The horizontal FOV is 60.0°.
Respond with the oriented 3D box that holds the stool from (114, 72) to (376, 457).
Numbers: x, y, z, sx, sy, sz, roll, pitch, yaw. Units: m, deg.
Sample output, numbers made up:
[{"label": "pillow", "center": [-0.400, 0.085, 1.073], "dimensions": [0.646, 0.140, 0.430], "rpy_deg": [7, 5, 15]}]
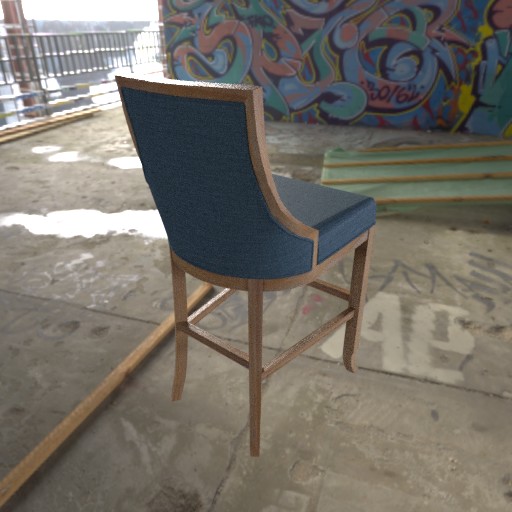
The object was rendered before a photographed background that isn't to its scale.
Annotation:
[{"label": "stool", "center": [0.000, 0.000, 1.413], "dimensions": [0.524, 1.101, 0.626], "rpy_deg": [21, 34, 33]}]
